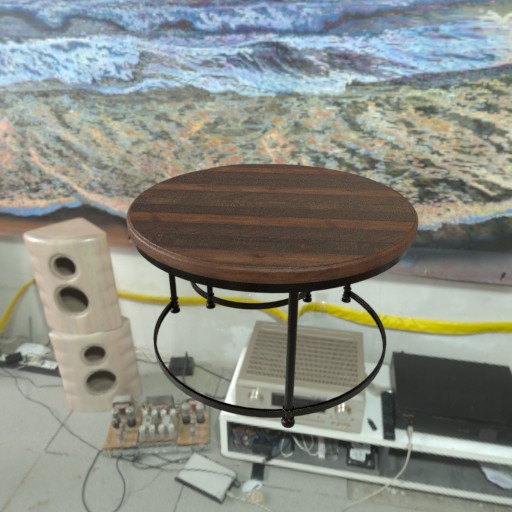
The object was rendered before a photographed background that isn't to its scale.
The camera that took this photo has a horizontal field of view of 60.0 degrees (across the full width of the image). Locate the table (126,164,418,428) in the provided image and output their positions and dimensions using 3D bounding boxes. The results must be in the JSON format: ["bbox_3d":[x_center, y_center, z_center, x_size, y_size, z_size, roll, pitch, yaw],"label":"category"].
[{"bbox_3d":[0.000,0.000,1.608,0.870,0.516,1.152,-9,29,-17],"label":"table"}]
